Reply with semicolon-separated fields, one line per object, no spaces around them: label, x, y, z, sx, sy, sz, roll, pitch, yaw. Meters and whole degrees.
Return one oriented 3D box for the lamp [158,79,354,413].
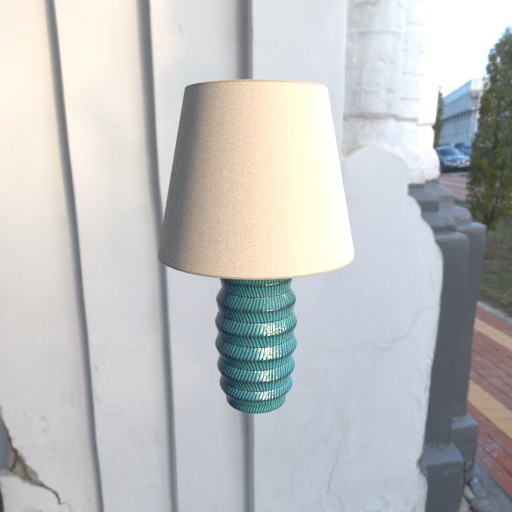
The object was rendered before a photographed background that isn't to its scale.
lamp;0.000;0.000;0.821;0.355;0.582;0.355;0;14;0
